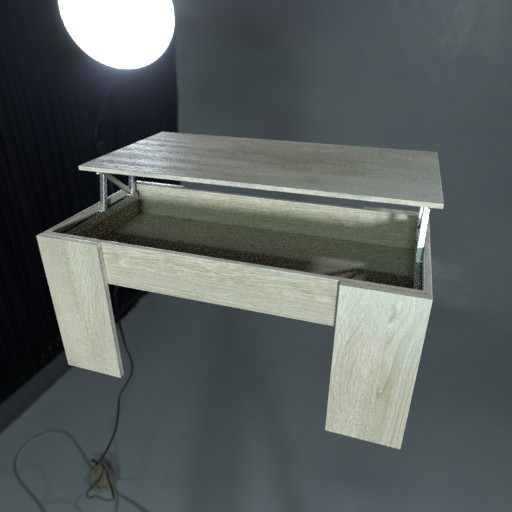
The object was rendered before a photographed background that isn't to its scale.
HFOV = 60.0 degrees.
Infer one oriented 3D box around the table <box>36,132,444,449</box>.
[{"bbox_3d":[0.000,0.000,1.404,1.000,0.570,0.711,9,29,16],"label":"table"}]
